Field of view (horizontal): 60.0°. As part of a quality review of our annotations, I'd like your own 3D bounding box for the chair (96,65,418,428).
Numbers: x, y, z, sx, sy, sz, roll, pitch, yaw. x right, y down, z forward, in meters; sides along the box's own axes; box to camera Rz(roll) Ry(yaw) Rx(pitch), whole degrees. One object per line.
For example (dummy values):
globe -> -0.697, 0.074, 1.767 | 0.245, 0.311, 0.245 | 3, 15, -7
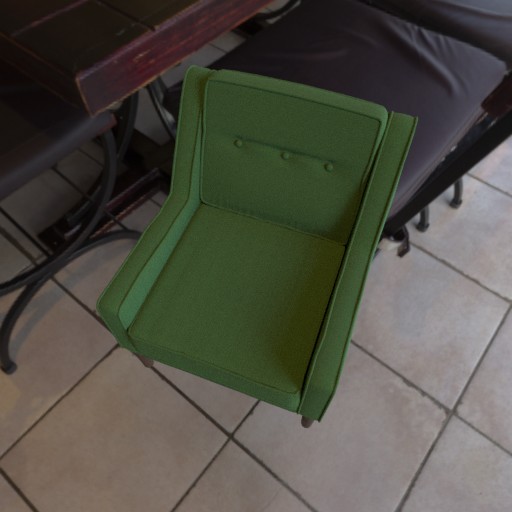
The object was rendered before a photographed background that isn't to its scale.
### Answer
chair -> 0.000, 0.000, 1.337 | 0.663, 0.792, 0.743 | 17, 59, 11
